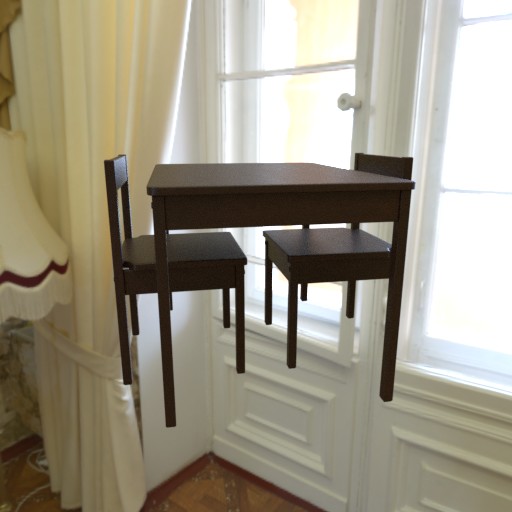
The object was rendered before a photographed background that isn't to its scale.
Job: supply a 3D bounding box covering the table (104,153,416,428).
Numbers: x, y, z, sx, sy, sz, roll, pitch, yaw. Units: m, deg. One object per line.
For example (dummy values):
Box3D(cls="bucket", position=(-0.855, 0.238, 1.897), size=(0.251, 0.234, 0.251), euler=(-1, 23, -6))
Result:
Box3D(cls="table", position=(0.000, 0.000, 1.139), size=(0.672, 0.503, 0.650), euler=(-3, 15, -10))
